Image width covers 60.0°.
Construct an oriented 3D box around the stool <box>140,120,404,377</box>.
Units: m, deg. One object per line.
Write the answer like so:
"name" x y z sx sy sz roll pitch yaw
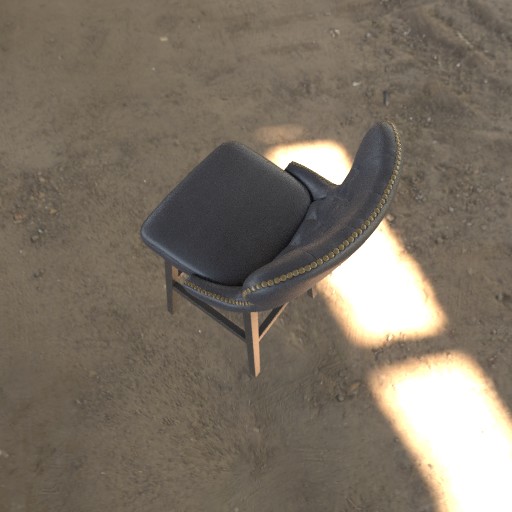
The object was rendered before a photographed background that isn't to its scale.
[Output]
"stool" 0.000 0.000 1.395 0.601 1.050 0.528 34 68 15
